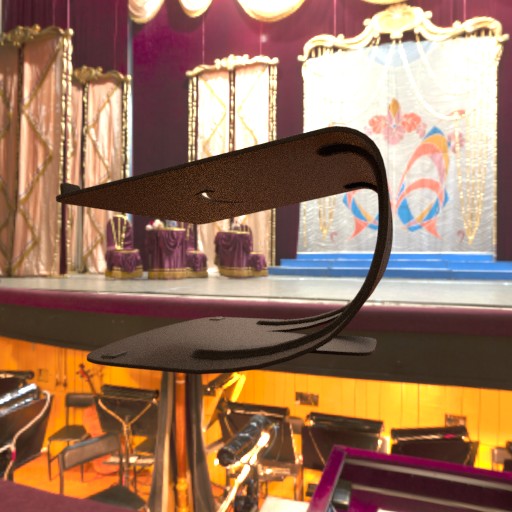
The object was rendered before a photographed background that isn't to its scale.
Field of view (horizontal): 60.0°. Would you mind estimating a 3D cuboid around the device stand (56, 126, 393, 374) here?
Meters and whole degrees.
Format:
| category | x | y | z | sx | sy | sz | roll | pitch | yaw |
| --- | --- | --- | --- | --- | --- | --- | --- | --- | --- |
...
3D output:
| category | x | y | z | sx | sy | sz | roll | pitch | yaw |
| --- | --- | --- | --- | --- | --- | --- | --- | --- | --- |
| device stand | 0.000 | 0.000 | 0.404 | 0.236 | 0.155 | 0.256 | 0 | 0 | 18 |
